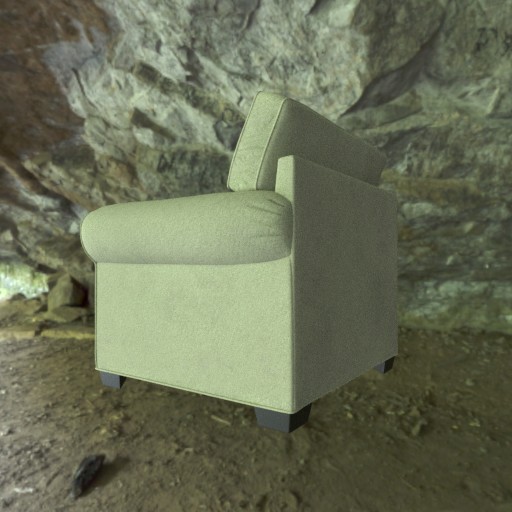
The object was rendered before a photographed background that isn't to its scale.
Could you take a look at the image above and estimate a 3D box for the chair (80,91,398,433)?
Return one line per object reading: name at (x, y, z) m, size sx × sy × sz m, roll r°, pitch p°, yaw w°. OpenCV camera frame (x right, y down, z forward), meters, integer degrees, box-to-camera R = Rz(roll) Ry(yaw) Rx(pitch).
chair at (0.000, 0.000, 1.926) m, size 0.939 × 1.044 × 1.147 m, roll 0°, pitch 0°, yaw 35°
